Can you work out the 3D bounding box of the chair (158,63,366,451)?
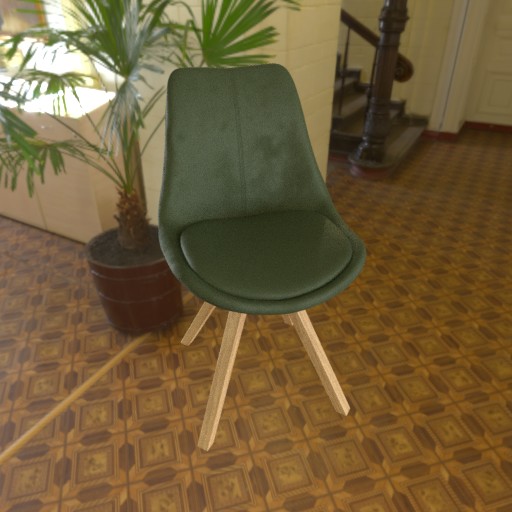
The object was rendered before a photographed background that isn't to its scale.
[{"bbox_3d":[0.000,0.000,1.168,0.483,0.865,0.547,-9,32,-14],"label":"chair"}]
